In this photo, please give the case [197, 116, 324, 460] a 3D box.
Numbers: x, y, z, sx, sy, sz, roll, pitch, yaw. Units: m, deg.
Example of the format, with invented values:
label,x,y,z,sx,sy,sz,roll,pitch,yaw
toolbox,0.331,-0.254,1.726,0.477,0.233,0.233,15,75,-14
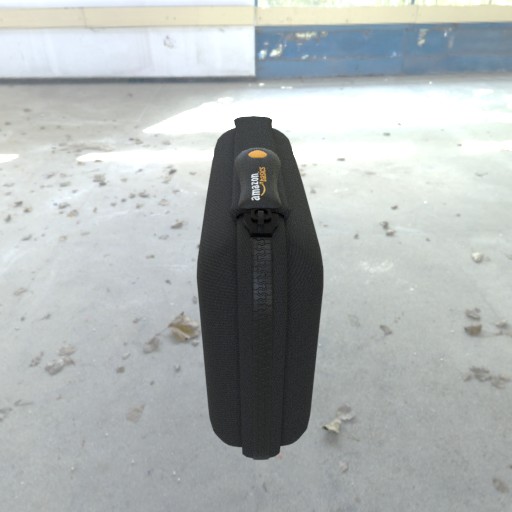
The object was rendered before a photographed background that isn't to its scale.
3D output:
label,x,y,z,sx,sy,sz,roll,pitch,yaw
case,0.000,0.000,0.182,0.038,0.105,0.132,-1,33,-1
